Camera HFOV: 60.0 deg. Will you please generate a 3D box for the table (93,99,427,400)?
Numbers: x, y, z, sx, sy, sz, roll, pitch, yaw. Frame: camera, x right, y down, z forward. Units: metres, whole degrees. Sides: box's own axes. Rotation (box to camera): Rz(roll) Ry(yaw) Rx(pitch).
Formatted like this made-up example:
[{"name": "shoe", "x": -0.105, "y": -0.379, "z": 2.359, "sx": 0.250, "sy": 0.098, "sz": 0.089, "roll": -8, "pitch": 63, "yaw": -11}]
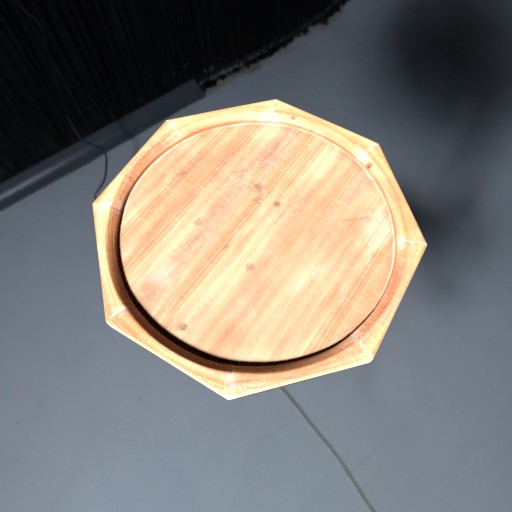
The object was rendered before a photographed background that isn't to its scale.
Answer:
[{"name": "table", "x": 0.000, "y": 0.000, "z": 1.512, "sx": 1.002, "sy": 0.444, "sz": 1.002, "roll": 0, "pitch": 64, "yaw": 0}]
